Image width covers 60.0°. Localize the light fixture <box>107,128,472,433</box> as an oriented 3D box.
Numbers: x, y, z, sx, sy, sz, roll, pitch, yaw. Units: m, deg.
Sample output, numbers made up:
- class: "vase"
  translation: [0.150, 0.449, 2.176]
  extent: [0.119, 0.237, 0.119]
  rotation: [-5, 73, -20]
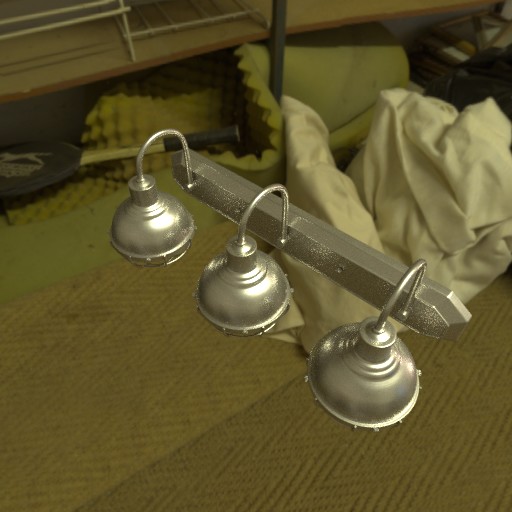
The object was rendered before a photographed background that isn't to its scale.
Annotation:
- class: "light fixture"
  translation: [0.000, 0.000, 0.728]
  extent: [0.634, 0.254, 0.229]
  rotation: [32, 55, 26]
